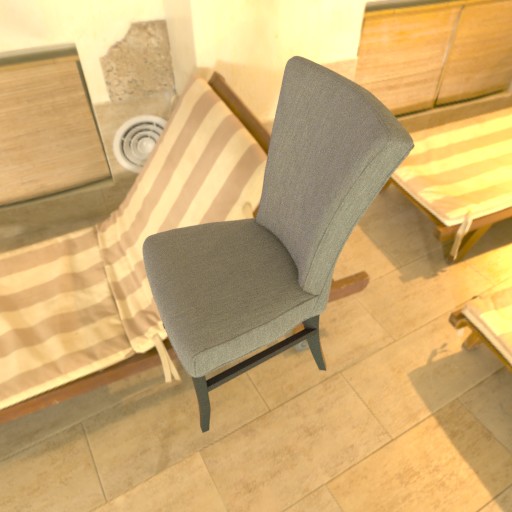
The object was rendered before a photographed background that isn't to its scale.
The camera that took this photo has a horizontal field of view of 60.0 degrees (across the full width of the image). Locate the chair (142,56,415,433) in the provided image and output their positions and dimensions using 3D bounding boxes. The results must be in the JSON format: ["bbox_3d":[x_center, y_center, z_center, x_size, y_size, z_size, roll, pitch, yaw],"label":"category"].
[{"bbox_3d":[0.000,0.000,1.388,0.660,0.991,0.520,-18,48,-17],"label":"chair"}]
